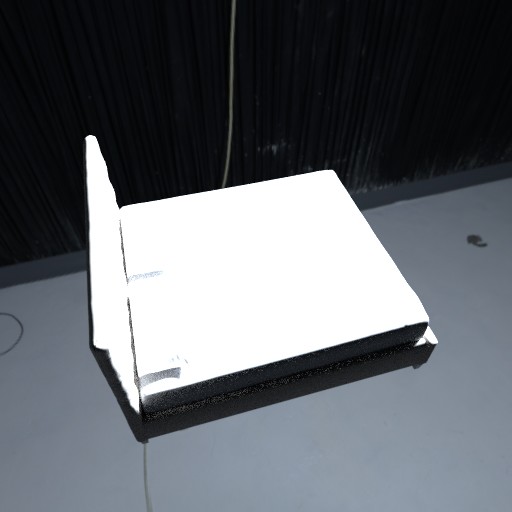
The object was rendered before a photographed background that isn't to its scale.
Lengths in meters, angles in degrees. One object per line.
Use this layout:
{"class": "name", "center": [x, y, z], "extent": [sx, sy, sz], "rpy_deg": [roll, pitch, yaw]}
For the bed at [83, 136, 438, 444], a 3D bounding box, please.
{"class": "bed", "center": [0.000, 0.000, 3.680], "extent": [2.387, 1.427, 2.078], "rpy_deg": [-12, 49, -10]}
